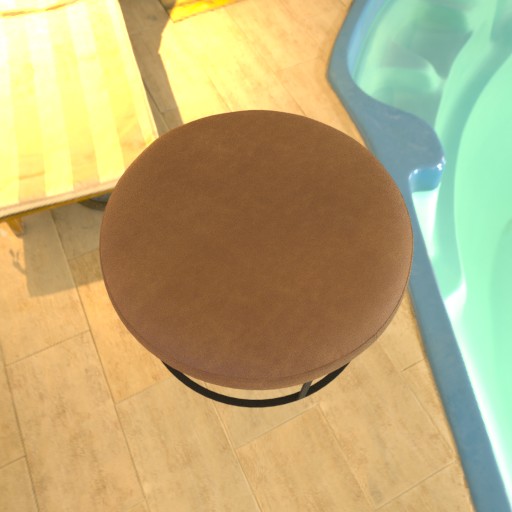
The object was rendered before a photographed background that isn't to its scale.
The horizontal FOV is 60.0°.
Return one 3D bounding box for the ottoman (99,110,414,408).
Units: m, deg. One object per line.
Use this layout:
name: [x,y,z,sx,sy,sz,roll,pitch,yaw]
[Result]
ottoman: [0.000,0.000,1.234,0.771,0.460,0.771,0,62,0]
